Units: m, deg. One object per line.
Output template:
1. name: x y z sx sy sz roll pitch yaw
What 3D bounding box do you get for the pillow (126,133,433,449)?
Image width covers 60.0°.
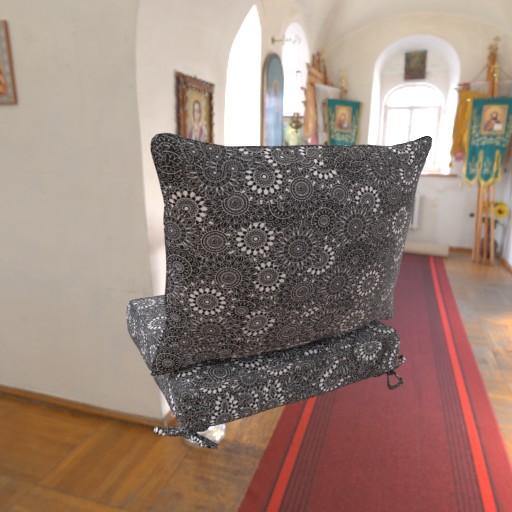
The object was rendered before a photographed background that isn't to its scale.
1. pillow: 0.000 0.000 1.356 0.798 0.722 0.740 -8 17 -26
